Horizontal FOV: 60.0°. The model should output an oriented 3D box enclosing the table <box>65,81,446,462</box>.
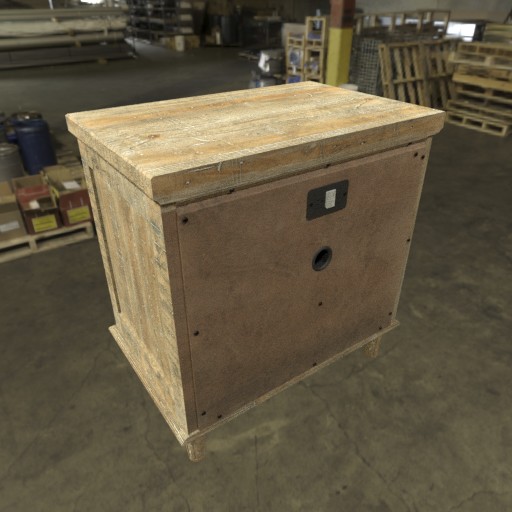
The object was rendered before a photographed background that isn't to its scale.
[{"bbox_3d":[0.000,0.000,1.125,0.686,0.711,0.457,-20,36,-29],"label":"table"}]
